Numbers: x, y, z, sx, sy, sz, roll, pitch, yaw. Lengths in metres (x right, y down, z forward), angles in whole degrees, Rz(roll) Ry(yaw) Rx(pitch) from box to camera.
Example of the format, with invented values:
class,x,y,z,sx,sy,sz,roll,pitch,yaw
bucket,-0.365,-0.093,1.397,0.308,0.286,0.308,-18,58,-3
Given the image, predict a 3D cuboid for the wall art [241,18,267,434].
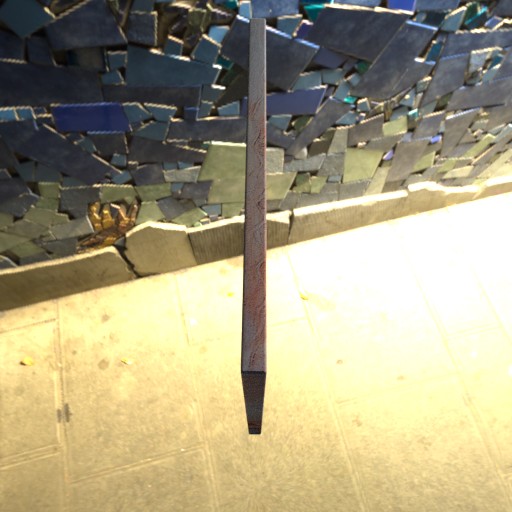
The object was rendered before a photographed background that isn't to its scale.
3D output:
class,x,y,z,sx,sy,sz,roll,pitch,yaw
wall art,0.000,0.000,1.094,0.035,0.747,0.747,0,62,0
